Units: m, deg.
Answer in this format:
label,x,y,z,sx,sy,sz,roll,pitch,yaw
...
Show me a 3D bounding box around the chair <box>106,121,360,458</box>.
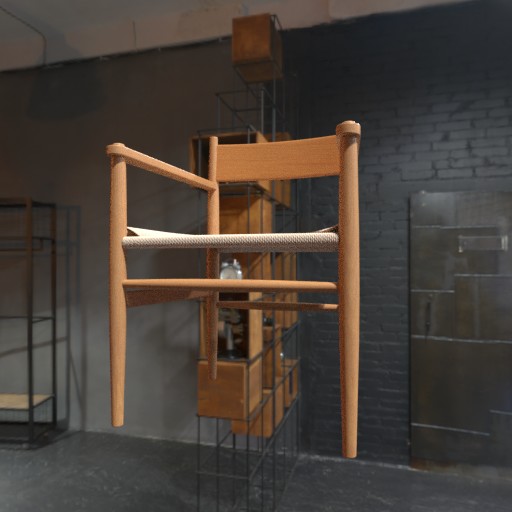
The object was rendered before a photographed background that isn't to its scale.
label,x,y,z,sx,sy,sz,roll,pitch,yaw
chair,0.000,0.000,1.129,0.556,0.762,0.495,0,-1,18
